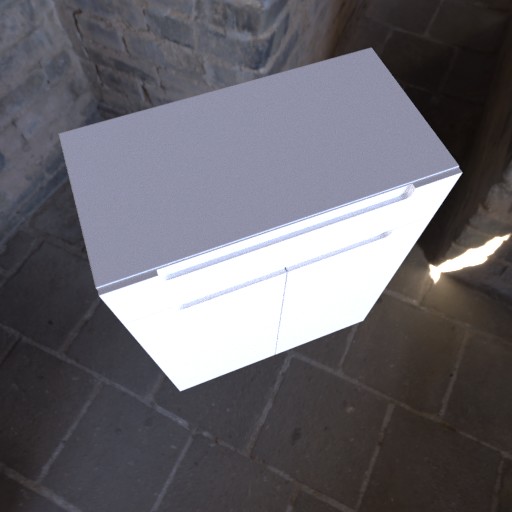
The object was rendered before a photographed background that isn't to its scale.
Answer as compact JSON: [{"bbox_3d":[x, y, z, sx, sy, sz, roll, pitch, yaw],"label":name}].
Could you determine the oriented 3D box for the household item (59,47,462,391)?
[{"bbox_3d":[0.000,0.000,1.423,0.790,1.010,0.420,-19,65,-9],"label":"household item"}]
